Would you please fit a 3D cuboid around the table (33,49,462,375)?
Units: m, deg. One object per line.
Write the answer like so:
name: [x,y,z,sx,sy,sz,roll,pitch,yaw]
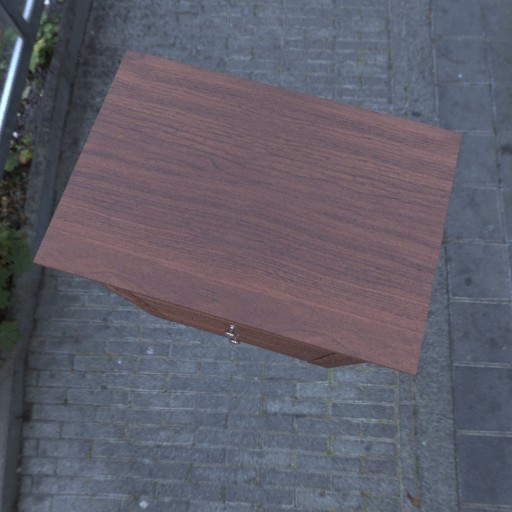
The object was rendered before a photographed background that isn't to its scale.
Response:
table: [0.000,0.000,1.044,0.589,0.711,0.406,16,75,4]
